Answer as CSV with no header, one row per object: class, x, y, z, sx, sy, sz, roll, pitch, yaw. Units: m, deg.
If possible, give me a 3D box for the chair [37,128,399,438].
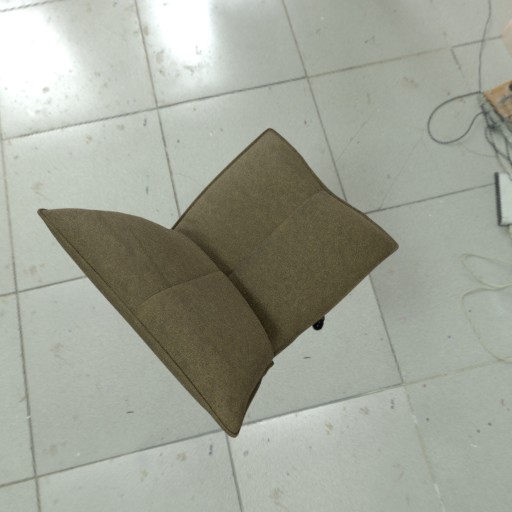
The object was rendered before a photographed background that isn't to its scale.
chair,0.000,0.000,1.286,0.696,0.811,0.597,-42,79,-10
